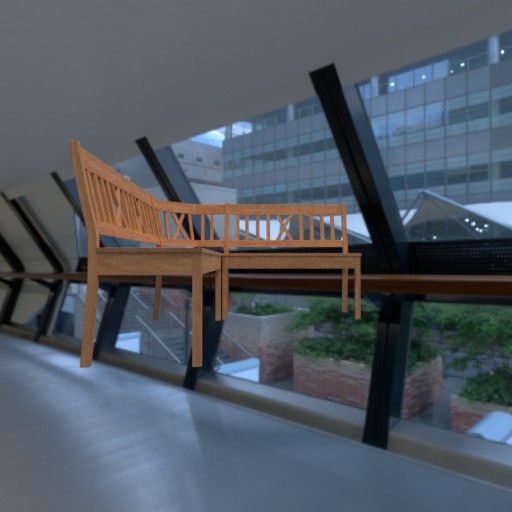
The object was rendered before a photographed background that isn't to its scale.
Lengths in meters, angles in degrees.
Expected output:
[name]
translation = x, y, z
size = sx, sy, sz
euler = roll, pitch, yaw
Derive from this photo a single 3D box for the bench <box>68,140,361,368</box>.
[bench]
translation = 0.000, 0.000, 2.740
size = 1.537, 0.902, 1.937
euler = 0, -1, -1
